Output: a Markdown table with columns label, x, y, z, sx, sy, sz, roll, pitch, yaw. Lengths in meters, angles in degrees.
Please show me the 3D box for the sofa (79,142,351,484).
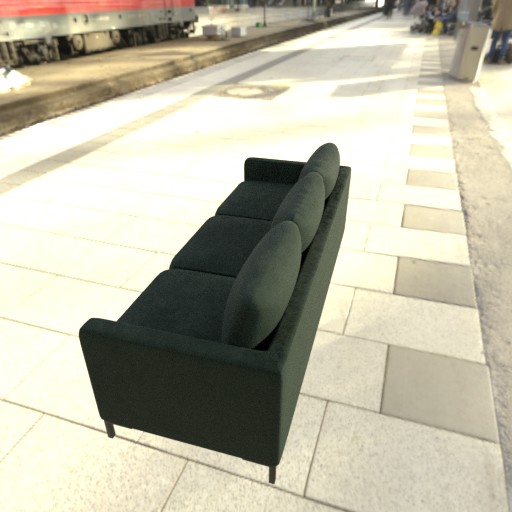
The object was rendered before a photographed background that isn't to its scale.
| label | x | y | z | sx | sy | sz | roll | pitch | yaw |
| --- | --- | --- | --- | --- | --- | --- | --- | --- | --- |
| sofa | 0.000 | 0.000 | 2.654 | 0.859 | 0.870 | 2.218 | 9 | 32 | 14 |
